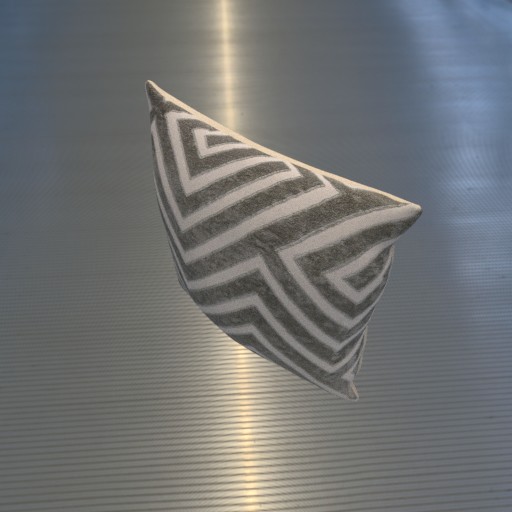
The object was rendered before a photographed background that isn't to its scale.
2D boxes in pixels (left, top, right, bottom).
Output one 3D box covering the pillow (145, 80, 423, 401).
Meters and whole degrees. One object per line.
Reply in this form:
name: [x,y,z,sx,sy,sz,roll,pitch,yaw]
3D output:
pillow: [0.000,0.000,0.694,0.440,0.441,0.182,32,54,27]
